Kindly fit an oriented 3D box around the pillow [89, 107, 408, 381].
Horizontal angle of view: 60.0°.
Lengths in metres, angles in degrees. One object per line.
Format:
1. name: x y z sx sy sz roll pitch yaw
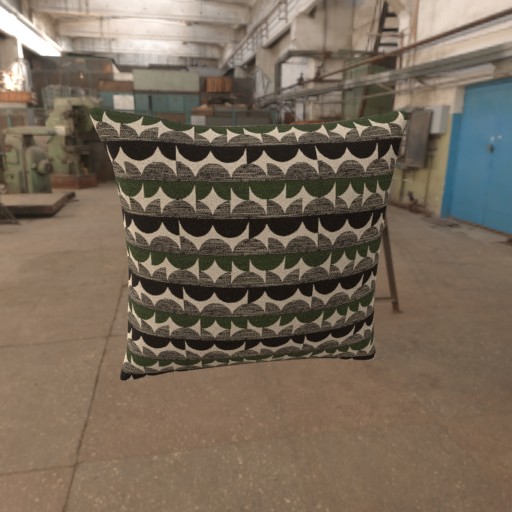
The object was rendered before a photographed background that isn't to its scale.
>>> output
1. pillow: 0.000 0.000 0.643 0.419 0.404 0.180 -2 16 -9
